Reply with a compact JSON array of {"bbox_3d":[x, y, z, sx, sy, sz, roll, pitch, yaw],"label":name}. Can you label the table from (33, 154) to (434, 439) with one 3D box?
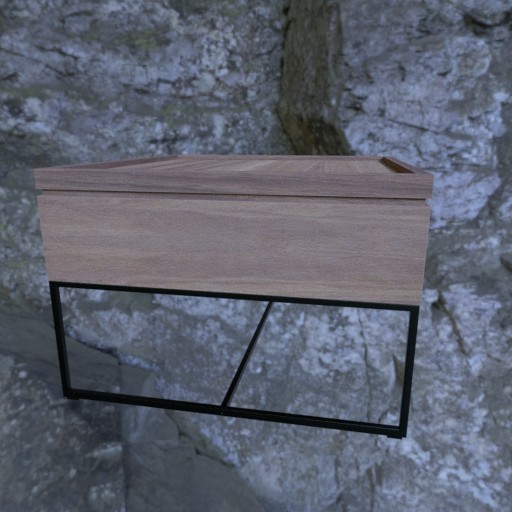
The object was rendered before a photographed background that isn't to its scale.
[{"bbox_3d":[0.000,0.000,1.106,0.676,0.464,0.679,3,15,11],"label":"table"}]
